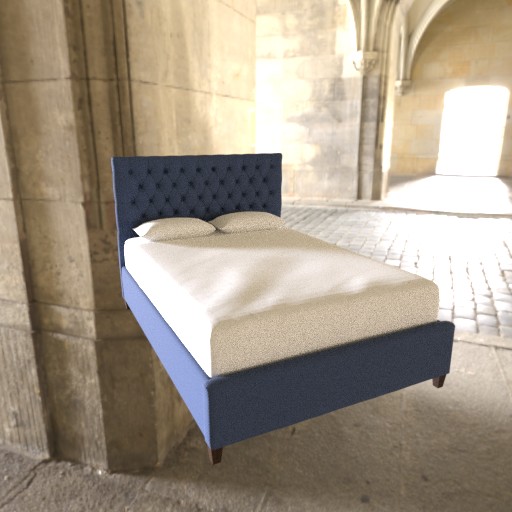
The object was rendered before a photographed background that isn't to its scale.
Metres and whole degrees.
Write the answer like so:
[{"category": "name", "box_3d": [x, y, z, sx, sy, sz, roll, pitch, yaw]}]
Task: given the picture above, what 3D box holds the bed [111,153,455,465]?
[{"category": "bed", "box_3d": [0.000, 0.000, 3.416, 1.706, 1.427, 2.387, -8, 17, -25]}]
